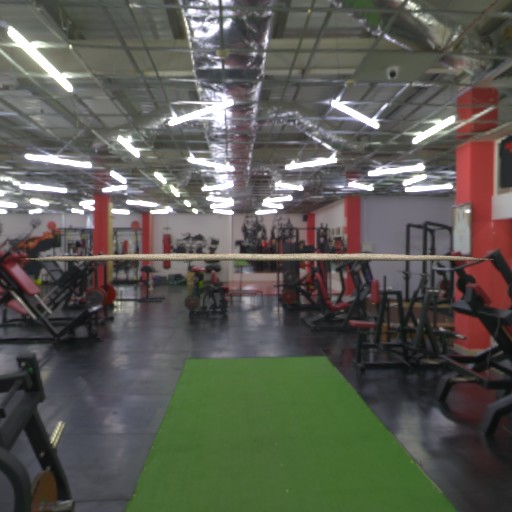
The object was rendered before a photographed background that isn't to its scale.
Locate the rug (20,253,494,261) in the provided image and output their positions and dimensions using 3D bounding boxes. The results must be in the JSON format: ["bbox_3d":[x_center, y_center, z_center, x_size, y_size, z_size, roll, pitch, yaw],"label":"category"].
[{"bbox_3d":[0.000,0.000,4.036,3.061,0.034,2.426,0,1,-1],"label":"rug"}]
